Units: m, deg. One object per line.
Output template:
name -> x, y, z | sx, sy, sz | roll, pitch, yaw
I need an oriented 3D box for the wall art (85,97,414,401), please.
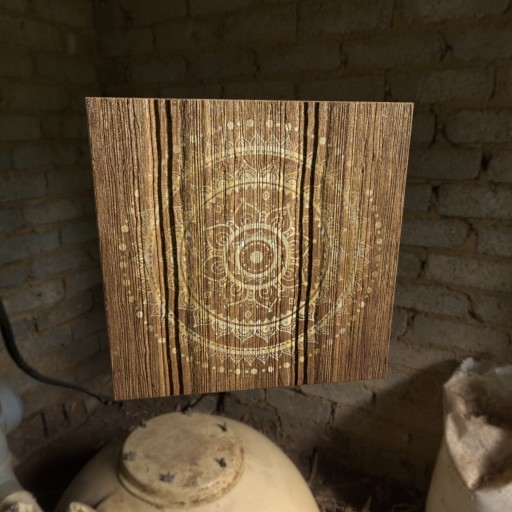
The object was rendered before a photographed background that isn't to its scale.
wall art -> 0.000, 0.000, 0.911 | 0.611, 0.608, 0.042 | -3, 16, -9
